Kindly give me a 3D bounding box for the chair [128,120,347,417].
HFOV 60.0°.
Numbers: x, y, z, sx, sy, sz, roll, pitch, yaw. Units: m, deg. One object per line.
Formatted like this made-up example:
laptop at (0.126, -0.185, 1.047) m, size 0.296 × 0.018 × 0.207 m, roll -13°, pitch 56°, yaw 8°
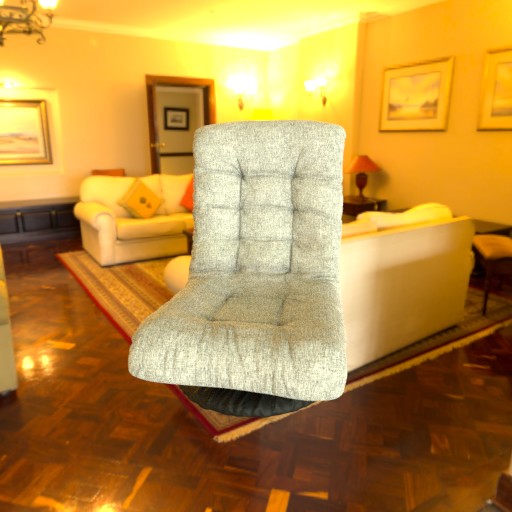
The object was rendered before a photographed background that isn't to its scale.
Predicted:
chair at (0.000, 0.000, 0.996) m, size 0.400 × 0.600 × 0.583 m, roll 2°, pitch 15°, yaw 8°
